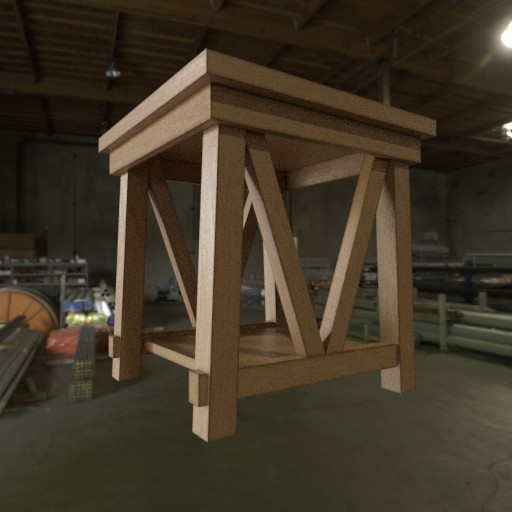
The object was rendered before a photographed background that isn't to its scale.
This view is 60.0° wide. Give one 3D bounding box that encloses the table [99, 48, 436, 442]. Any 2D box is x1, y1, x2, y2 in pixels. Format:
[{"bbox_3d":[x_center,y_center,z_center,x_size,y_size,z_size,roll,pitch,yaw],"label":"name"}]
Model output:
[{"bbox_3d":[0.000,0.000,1.115,0.612,0.638,0.610,1,-1,-35],"label":"table"}]
